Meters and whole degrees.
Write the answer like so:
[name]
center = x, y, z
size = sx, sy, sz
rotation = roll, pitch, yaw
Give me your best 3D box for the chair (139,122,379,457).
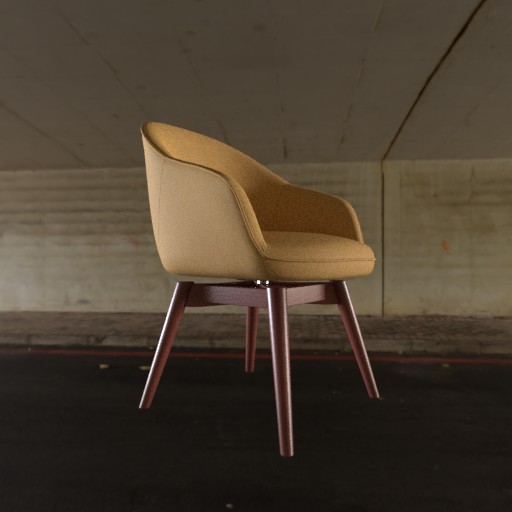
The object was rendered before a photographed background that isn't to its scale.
[chair]
center = 0.000, 0.000, 1.263
size = 0.635, 0.823, 0.596
rotation = 0, 1, 37
